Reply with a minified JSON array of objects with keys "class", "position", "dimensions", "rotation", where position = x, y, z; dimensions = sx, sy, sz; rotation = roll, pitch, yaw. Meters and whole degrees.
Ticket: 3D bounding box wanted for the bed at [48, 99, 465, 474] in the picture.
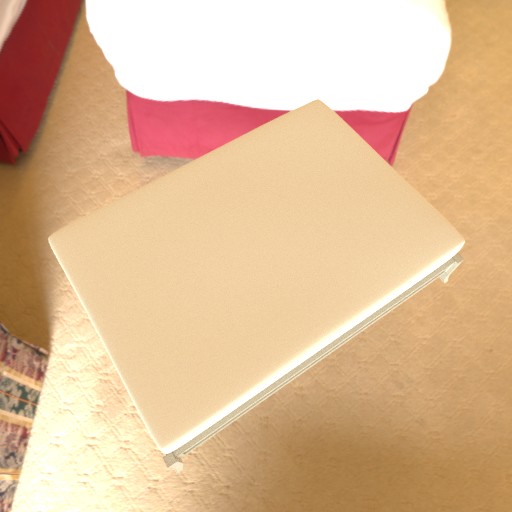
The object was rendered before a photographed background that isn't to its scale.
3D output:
[{"class":"bed","position":[0.000,0.000,2.637],"dimensions":[1.985,0.510,1.460],"rotation":[-31,67,-15]}]
